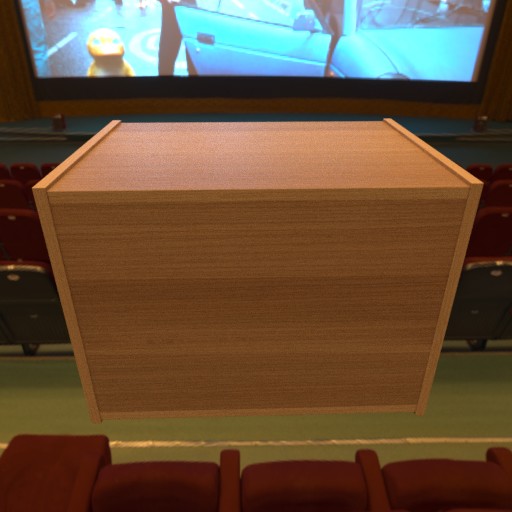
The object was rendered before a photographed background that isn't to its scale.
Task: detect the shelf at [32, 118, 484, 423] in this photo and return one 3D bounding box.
[{"bbox_3d":[0.000,0.000,0.606,0.415,0.305,0.290,-1,29,-2],"label":"shelf"}]
